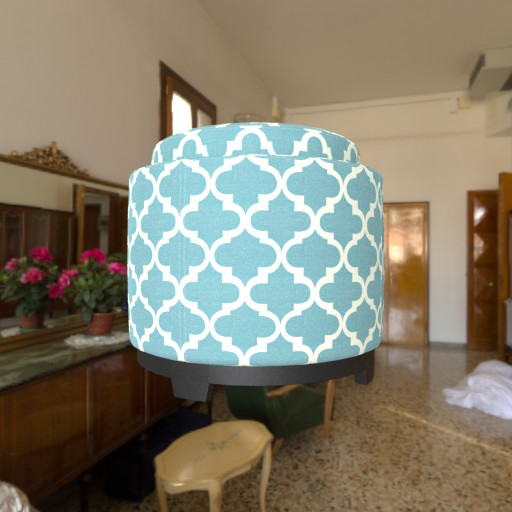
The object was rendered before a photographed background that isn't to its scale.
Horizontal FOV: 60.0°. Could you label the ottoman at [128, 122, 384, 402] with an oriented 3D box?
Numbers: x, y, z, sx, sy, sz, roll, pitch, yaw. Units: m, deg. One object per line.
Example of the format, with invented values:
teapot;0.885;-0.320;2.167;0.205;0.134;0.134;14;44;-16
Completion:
ottoman;0.000;0.000;0.862;0.480;0.429;0.480;0;0;0
